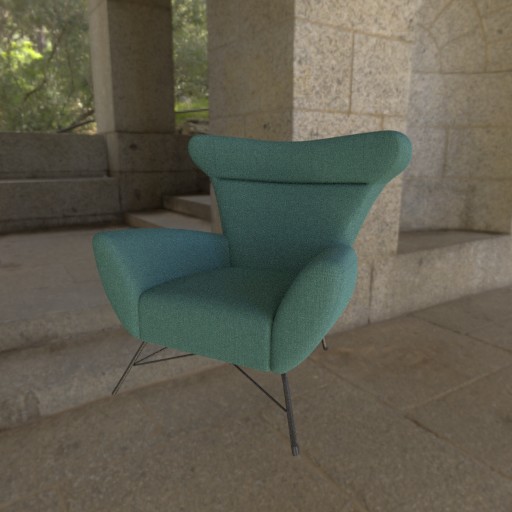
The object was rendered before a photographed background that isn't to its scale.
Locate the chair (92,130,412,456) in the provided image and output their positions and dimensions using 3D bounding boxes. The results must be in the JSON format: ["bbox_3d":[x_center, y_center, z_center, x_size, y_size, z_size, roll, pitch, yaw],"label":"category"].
[{"bbox_3d":[0.000,0.000,1.787,1.050,0.980,0.900,7,15,27],"label":"chair"}]
